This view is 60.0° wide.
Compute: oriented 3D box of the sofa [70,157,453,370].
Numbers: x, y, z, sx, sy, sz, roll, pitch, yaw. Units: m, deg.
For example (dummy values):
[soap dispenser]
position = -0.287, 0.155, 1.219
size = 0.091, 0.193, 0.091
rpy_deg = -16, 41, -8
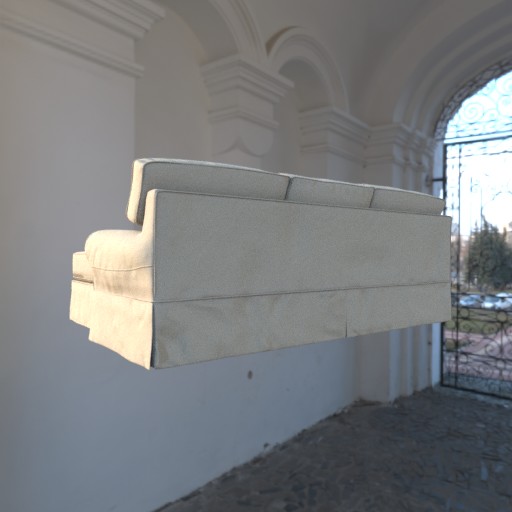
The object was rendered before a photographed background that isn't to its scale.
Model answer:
[sofa]
position = 0.000, 0.000, 3.298
size = 2.475, 0.978, 1.733
rpy_deg = 0, 1, -36
